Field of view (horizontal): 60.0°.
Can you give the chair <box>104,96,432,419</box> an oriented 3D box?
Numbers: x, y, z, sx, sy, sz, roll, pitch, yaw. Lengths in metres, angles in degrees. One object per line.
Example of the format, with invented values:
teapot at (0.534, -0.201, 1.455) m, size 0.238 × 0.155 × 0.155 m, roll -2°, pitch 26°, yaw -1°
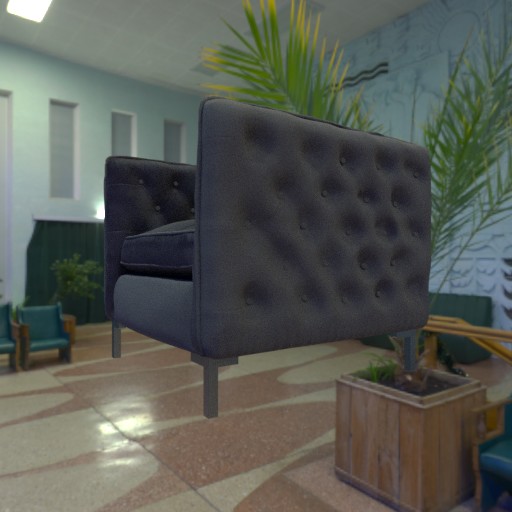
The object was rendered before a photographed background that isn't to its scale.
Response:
chair at (0.000, 0.000, 1.663) m, size 0.913 × 0.807 × 0.946 m, roll 0°, pitch 0°, yaw -34°
